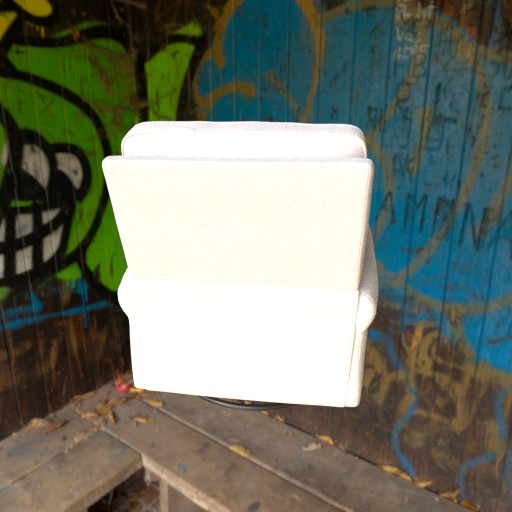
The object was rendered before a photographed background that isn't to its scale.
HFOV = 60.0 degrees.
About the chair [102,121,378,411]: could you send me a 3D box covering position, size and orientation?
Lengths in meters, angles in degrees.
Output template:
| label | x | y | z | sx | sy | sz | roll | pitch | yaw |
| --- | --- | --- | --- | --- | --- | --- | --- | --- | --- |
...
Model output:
| label | x | y | z | sx | sy | sz | roll | pitch | yaw |
| --- | --- | --- | --- | --- | --- | --- | --- | --- | --- |
| chair | 0.000 | 0.000 | 1.656 | 0.890 | 0.960 | 0.878 | 2 | 17 | 8 |
